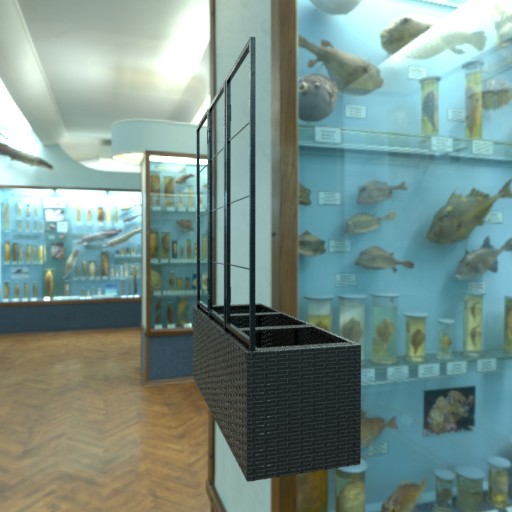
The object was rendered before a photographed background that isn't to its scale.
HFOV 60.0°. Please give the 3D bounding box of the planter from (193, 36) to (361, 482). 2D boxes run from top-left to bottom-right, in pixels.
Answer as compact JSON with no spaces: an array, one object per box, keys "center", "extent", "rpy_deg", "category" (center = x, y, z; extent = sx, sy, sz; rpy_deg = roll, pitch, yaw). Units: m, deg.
[{"center":[0.000,0.000,1.195],"extent":[0.244,0.841,0.699],"rpy_deg":[0,1,-16],"category":"planter"}]
